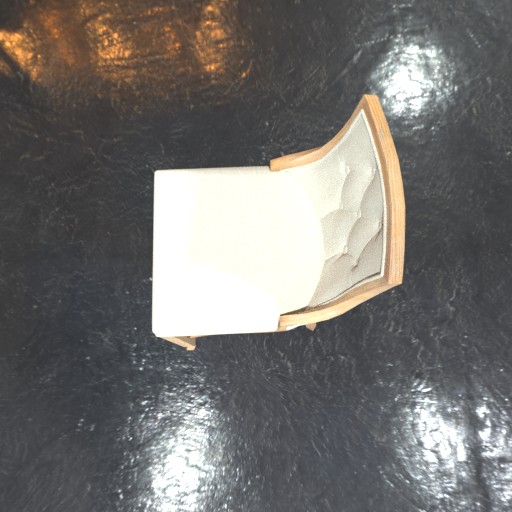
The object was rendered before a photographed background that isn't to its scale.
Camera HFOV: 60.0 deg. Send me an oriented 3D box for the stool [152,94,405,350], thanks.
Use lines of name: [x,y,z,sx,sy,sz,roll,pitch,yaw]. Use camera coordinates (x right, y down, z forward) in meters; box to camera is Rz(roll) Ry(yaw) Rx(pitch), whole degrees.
stool: [0.000,0.000,1.469,0.626,1.101,0.524,-3,75,-1]
